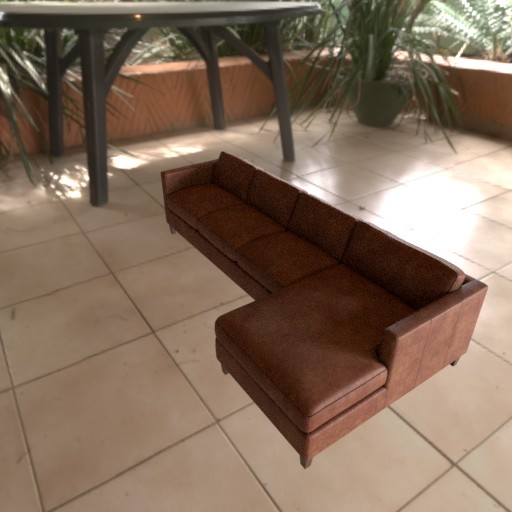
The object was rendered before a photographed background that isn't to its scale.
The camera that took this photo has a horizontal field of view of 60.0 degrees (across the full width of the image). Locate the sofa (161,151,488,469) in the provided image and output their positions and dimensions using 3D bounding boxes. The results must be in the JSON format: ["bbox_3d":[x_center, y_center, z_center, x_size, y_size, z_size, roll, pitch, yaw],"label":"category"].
[{"bbox_3d":[0.000,0.000,3.844,1.581,0.883,3.203,-20,37,-29],"label":"sofa"}]
